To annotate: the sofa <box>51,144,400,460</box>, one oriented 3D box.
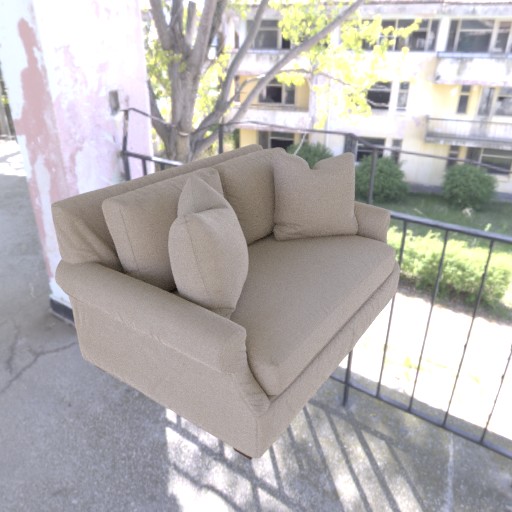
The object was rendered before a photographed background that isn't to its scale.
[{"bbox_3d":[0.000,0.000,2.194,1.070,0.905,1.550,17,31,31],"label":"sofa"}]
